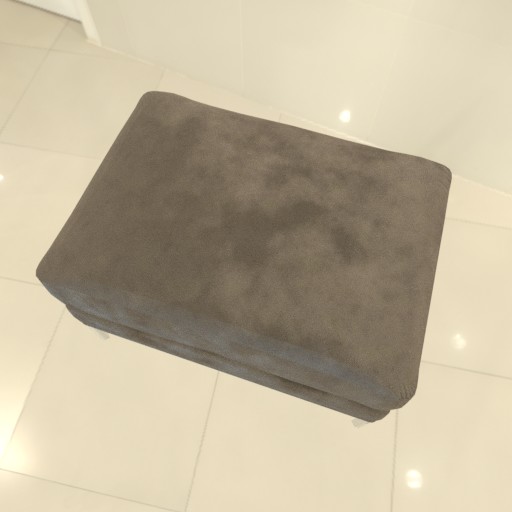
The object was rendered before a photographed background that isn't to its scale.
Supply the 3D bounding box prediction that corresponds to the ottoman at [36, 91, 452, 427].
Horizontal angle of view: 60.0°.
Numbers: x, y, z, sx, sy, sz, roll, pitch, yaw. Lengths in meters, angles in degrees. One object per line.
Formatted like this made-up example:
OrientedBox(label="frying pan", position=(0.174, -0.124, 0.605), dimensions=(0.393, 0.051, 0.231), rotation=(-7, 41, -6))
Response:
OrientedBox(label="ottoman", position=(0.000, 0.000, 1.021), dimensions=(0.719, 0.456, 0.520), rotation=(17, 65, 8))
